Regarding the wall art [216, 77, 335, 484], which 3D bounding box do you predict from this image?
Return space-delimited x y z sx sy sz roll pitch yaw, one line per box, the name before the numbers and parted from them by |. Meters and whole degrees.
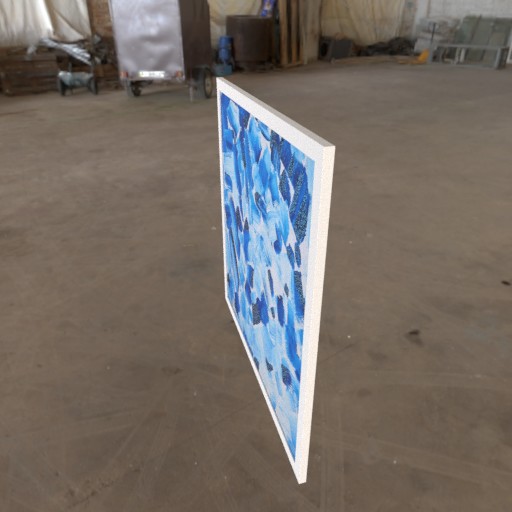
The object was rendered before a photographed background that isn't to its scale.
wall art | 0.000 0.000 0.982 0.015 0.660 0.660 -8 30 -14
